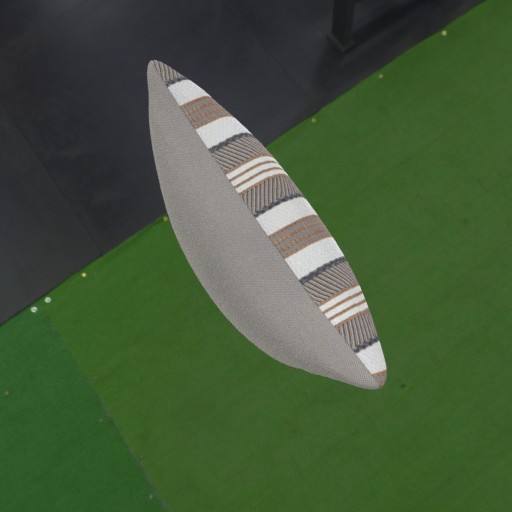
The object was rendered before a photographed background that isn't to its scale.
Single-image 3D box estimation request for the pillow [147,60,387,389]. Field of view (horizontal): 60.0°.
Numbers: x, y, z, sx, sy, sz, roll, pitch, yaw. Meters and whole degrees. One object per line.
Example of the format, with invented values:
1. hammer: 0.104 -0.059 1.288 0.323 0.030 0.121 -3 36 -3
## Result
1. pillow: 0.000 0.000 0.635 0.173 0.401 0.416 -33 78 -8
